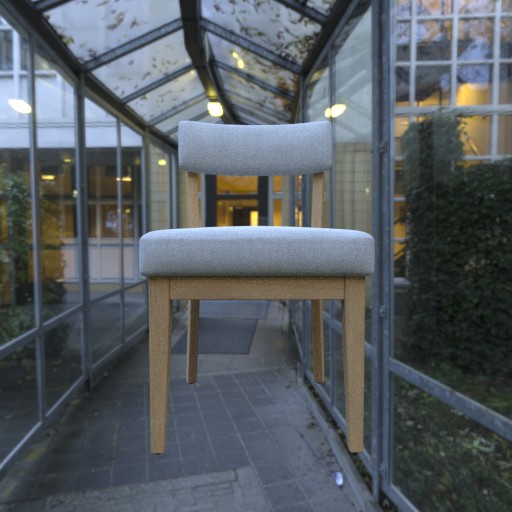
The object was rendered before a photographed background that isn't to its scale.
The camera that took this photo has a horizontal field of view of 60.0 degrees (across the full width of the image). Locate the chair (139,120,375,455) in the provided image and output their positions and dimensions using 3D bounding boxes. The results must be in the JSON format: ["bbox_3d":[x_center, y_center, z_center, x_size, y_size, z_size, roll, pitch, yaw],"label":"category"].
[{"bbox_3d":[0.000,0.000,1.204,0.508,0.832,0.572,0,3,-1],"label":"chair"}]
